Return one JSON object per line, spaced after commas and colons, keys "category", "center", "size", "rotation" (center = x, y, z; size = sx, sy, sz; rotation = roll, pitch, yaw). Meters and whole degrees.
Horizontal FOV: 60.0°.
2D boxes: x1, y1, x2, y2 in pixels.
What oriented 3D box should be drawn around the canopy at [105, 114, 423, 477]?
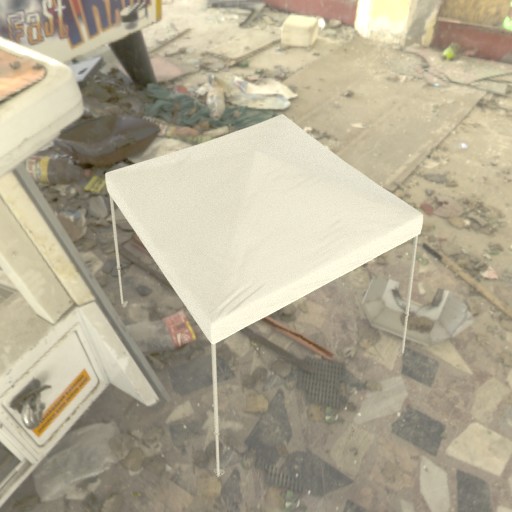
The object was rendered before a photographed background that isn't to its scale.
{"category": "canopy", "center": [0.000, 0.000, 6.526], "size": [3.600, 3.600, 3.599], "rotation": [-25, 51, -22]}
